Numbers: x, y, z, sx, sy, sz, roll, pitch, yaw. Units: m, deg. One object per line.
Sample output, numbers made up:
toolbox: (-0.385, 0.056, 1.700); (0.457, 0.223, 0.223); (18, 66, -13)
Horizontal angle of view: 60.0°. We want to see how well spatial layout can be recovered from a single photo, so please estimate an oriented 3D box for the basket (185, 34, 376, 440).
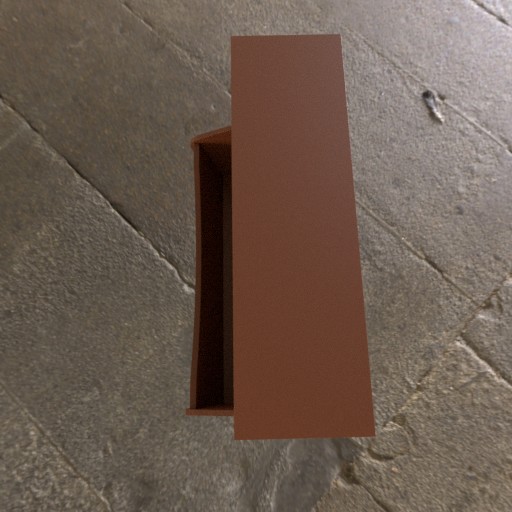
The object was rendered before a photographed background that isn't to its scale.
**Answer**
basket: (0.000, 0.000, 1.131); (0.376, 0.625, 0.792); (-1, 75, 0)
